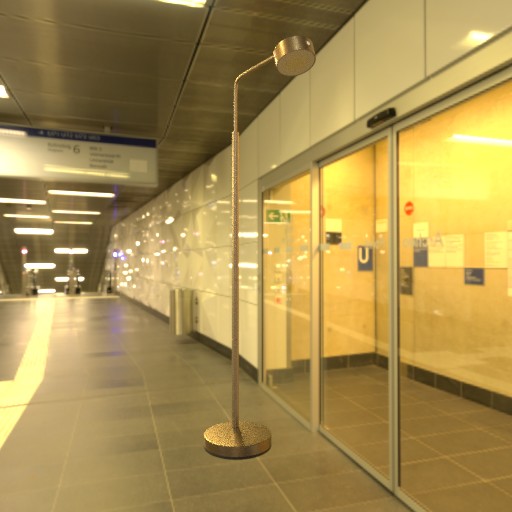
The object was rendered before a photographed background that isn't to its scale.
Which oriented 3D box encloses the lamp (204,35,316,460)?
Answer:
[{"bbox_3d":[0.000,0.000,1.374,0.219,1.230,0.418,1,-1,-37],"label":"lamp"}]
